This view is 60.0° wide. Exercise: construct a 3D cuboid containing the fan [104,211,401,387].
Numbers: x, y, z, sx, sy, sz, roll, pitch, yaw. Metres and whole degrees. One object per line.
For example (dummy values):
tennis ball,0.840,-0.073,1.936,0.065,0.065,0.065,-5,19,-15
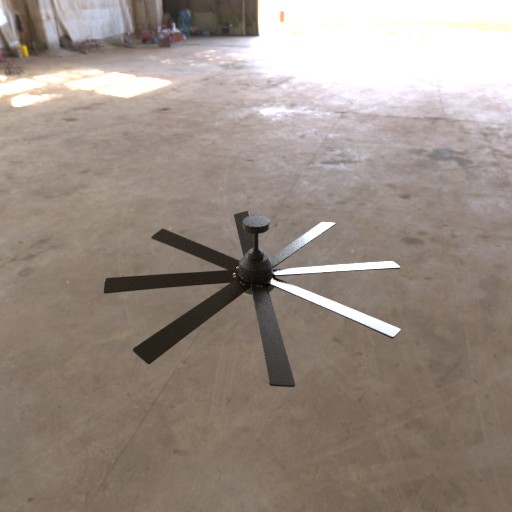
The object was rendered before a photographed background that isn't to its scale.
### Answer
fan,0.000,0.000,2.687,1.830,0.472,1.830,21,37,32
